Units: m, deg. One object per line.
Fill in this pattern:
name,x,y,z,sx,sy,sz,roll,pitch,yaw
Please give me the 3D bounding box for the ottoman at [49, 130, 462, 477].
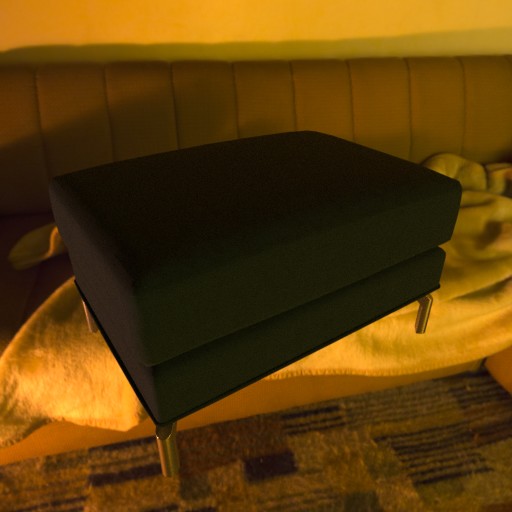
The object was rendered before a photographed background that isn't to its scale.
ottoman,0.000,0.000,1.155,0.835,0.498,0.587,-19,35,-29
